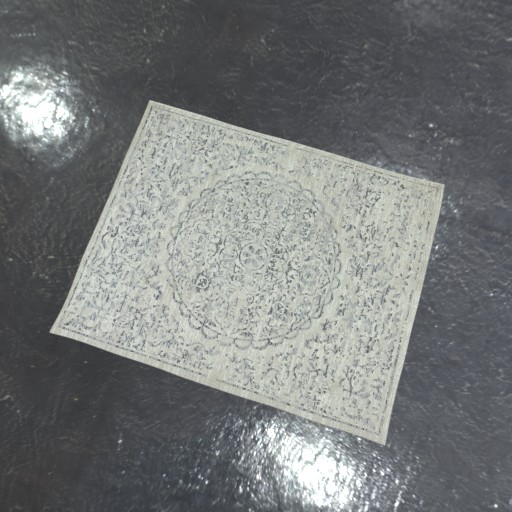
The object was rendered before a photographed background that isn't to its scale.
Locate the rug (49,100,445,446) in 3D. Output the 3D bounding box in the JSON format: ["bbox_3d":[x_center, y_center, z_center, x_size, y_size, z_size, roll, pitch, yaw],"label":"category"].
[{"bbox_3d":[0.000,0.000,3.913,2.925,0.026,2.343,17,77,4],"label":"rug"}]
